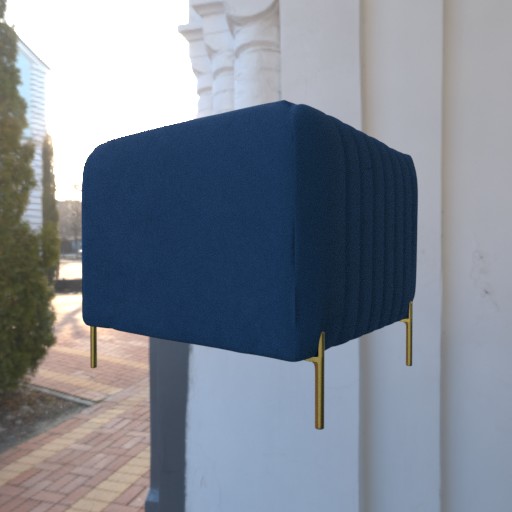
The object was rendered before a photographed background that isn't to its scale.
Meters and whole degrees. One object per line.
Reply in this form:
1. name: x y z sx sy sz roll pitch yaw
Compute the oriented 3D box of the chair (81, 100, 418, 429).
1. chair: 0.000 0.000 1.602 0.947 0.793 0.877 1 1 36
